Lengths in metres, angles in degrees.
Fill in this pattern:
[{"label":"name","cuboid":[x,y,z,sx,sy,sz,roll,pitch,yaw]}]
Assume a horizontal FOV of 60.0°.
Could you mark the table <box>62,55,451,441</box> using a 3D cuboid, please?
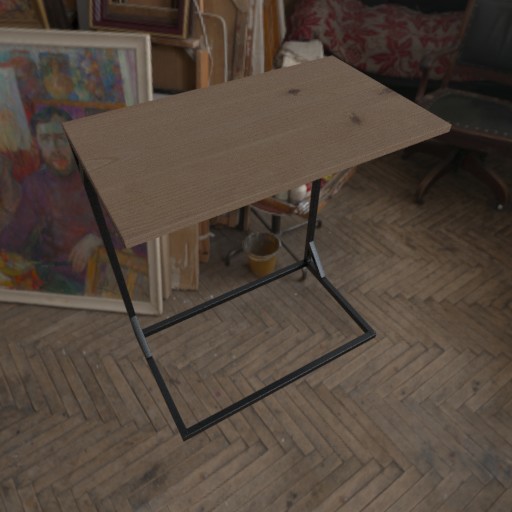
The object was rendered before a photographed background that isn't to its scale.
[{"label":"table","cuboid":[0.000,0.000,1.027,0.597,0.673,0.351,-22,50,-20]}]
